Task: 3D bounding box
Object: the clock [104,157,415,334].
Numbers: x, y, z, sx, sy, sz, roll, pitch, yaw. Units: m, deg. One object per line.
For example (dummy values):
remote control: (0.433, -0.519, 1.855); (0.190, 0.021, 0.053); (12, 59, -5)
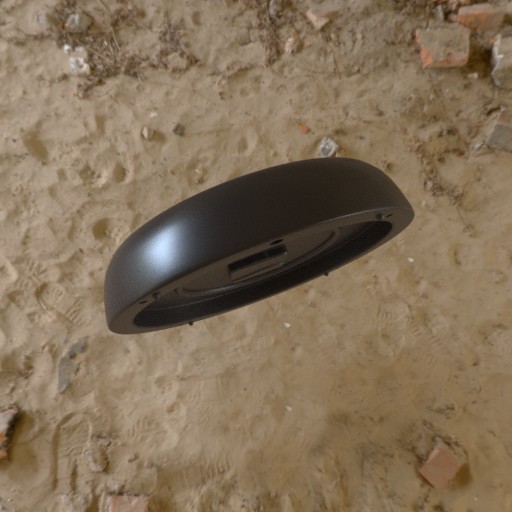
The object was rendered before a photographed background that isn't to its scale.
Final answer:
clock: (0.000, 0.000, 0.437); (0.300, 0.300, 0.060); (-20, 78, -4)
